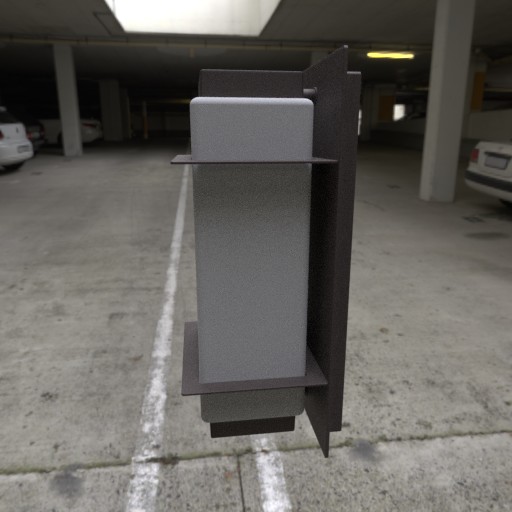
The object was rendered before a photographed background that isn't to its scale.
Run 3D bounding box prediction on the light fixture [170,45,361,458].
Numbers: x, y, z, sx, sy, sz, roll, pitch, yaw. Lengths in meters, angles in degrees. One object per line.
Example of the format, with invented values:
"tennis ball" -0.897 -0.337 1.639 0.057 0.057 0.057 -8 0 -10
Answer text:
"light fixture" 0.000 0.000 0.426 0.146 0.347 0.153 -2 15 -8
